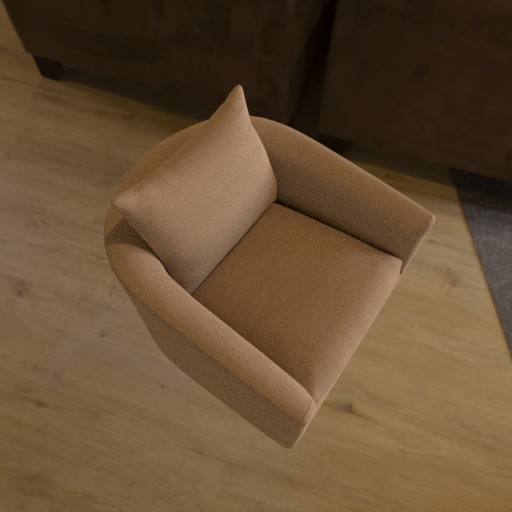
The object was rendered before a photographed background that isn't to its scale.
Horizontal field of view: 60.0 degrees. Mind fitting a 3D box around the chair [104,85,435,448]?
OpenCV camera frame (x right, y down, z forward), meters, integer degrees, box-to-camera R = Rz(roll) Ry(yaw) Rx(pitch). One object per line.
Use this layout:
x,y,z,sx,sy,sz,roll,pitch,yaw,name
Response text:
0.000,0.000,1.570,0.910,0.848,0.845,32,64,18,chair
